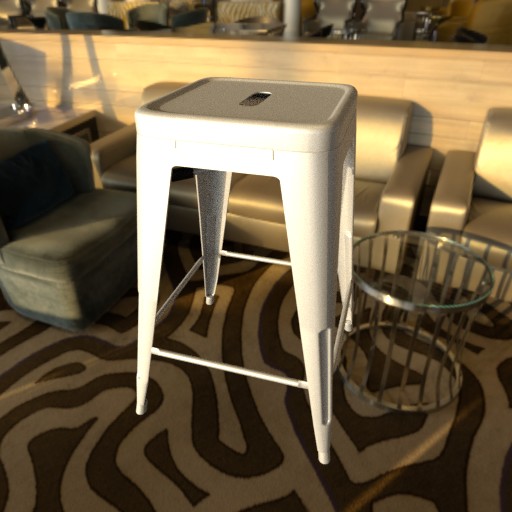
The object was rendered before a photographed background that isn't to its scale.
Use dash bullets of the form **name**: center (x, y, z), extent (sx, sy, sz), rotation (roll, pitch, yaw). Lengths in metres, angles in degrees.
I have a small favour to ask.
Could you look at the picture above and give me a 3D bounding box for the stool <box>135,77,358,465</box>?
- **stool**: center (0.000, 0.000, 0.877), extent (0.406, 0.610, 0.406), rotation (9, 33, 14)
